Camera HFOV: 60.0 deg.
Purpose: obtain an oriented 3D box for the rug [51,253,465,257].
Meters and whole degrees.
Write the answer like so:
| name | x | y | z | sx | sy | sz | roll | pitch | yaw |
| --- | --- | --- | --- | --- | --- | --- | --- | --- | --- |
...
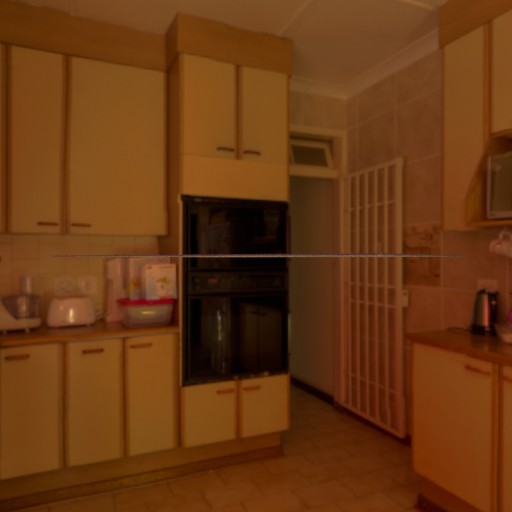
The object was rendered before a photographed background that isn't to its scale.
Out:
| name | x | y | z | sx | sy | sz | roll | pitch | yaw |
| --- | --- | --- | --- | --- | --- | --- | --- | --- | --- |
| rug | 0.000 | 0.000 | 3.800 | 2.940 | 0.011 | 2.053 | 0 | 0 | 36 |
